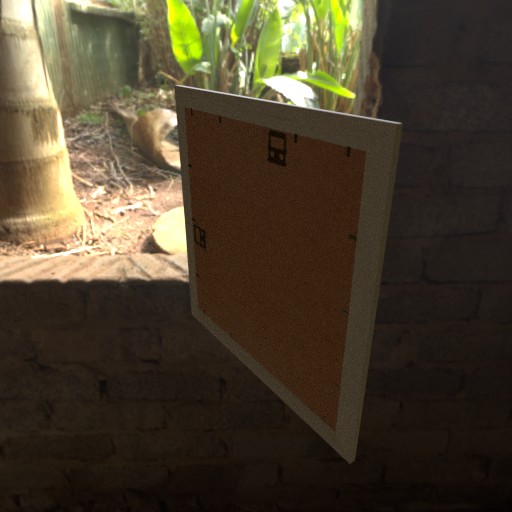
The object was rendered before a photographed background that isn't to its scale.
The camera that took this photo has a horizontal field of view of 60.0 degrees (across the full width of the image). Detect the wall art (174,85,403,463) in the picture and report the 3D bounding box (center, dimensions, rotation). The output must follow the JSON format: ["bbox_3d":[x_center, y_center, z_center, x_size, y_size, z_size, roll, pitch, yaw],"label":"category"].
[{"bbox_3d":[0.000,0.000,0.869,0.013,0.584,0.584,-18,31,-32],"label":"wall art"}]
